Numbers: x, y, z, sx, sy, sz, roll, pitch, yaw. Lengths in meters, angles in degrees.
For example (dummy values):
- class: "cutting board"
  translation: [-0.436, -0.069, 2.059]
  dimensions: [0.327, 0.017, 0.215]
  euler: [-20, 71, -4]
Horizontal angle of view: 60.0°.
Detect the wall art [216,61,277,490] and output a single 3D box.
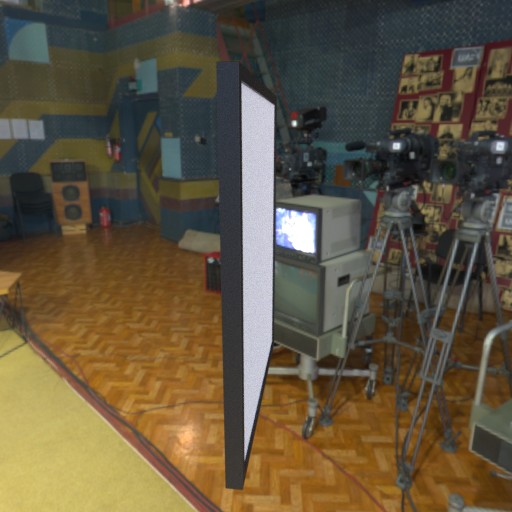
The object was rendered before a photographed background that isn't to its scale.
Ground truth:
- class: "wall art"
  translation: [0.000, 0.000, 0.547]
  dimensions: [0.018, 0.397, 0.325]
  euler: [2, 15, 7]
